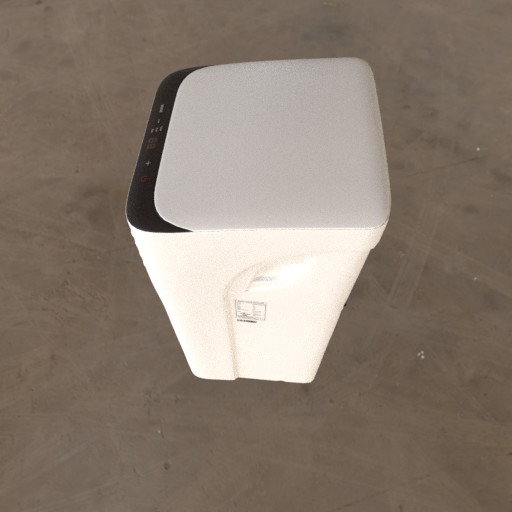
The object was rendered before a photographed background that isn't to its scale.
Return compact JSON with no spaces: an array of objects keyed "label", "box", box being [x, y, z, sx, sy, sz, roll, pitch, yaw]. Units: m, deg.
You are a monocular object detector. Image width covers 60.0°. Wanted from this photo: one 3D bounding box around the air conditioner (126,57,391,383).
[{"label":"air conditioner","box":[0.000,0.000,0.927,0.369,0.716,0.352,3,57,2]}]
